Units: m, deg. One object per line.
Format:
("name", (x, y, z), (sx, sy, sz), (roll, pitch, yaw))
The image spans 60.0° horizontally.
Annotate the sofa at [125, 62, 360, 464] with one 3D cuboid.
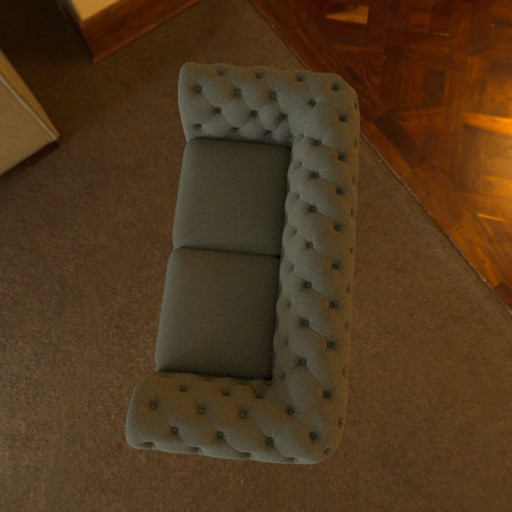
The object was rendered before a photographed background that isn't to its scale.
("sofa", (0.000, 0.000, 2.449), (0.986, 0.764, 1.998), (5, 77, 1))
